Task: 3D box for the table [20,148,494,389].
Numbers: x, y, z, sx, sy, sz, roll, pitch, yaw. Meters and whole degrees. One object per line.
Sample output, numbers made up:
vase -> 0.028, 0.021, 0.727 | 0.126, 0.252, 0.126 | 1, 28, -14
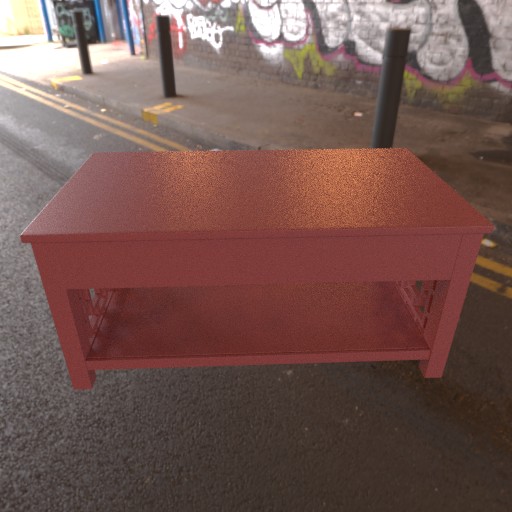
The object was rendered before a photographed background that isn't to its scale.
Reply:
table -> 0.000, 0.000, 1.384 | 1.068, 0.493, 0.612 | -1, 31, -2
